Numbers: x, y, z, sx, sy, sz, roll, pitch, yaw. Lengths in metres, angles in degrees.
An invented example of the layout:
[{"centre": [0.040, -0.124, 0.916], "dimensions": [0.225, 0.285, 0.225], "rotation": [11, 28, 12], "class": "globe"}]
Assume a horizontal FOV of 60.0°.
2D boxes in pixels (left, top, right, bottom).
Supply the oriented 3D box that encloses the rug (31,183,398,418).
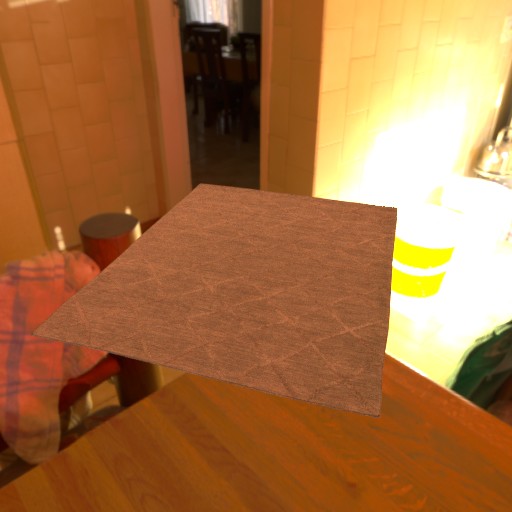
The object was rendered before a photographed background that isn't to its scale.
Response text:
[{"centre": [0.000, 0.000, 4.074], "dimensions": [2.438, 0.013, 3.048], "rotation": [9, 32, 15], "class": "rug"}]
